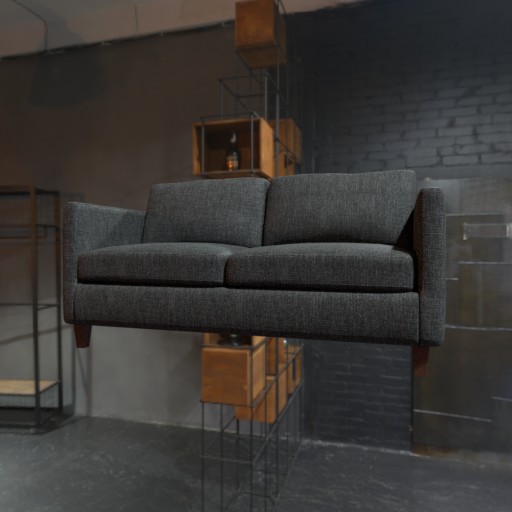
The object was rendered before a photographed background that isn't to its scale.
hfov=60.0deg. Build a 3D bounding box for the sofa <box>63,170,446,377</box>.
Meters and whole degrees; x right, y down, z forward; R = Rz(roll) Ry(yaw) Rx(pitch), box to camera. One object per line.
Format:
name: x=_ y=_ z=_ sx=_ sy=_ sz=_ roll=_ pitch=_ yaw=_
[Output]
sofa: x=0.000 y=0.000 z=2.462 sx=1.884 sy=0.963 sz=0.950 roll=0 pitch=1 yaw=18
